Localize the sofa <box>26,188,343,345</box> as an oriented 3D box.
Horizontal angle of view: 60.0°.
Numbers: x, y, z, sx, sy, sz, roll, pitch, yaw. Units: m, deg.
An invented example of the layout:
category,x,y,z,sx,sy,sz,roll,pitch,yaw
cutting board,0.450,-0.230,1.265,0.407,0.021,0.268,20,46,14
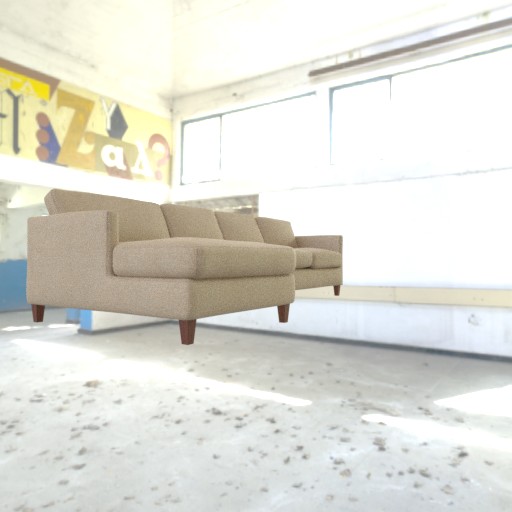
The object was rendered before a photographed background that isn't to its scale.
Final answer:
category,x,y,z,sx,sy,sz,roll,pitch,yaw
sofa,0.000,0.000,3.768,1.502,0.876,3.201,0,-1,35
